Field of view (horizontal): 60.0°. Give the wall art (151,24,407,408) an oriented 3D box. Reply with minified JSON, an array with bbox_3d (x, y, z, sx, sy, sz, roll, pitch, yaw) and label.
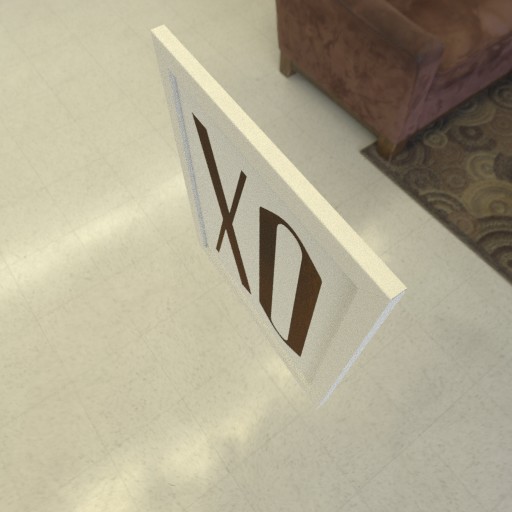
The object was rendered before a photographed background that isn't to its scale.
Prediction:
[{"bbox_3d":[0.000,0.000,0.708,0.020,0.536,0.444,-31,66,-16],"label":"wall art"}]
